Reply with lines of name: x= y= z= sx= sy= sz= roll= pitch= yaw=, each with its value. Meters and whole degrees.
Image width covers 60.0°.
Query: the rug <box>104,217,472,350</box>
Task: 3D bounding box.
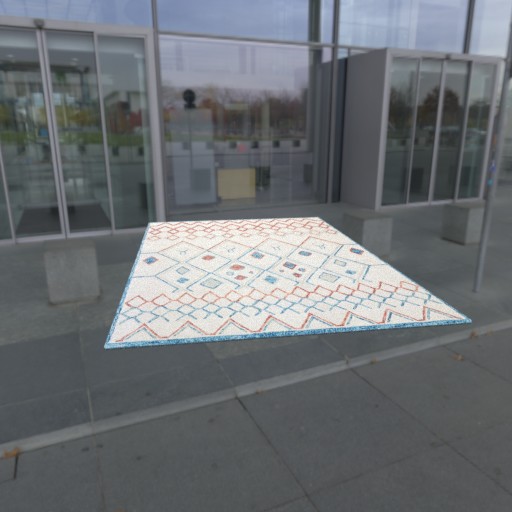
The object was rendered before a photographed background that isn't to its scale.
rug: x=0.000 y=0.000 z=2.298 sx=1.219 sy=0.016 sz=1.829 roll=-3 pitch=16 yaw=-9
